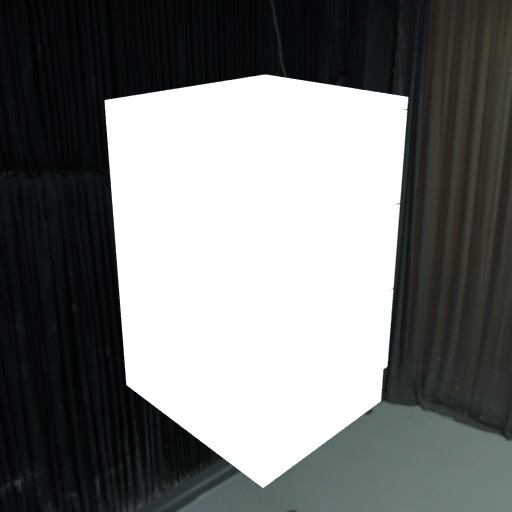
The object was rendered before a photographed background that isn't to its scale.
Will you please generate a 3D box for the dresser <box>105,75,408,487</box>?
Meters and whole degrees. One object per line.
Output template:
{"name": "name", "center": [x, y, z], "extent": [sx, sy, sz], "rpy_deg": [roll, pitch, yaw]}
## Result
{"name": "dresser", "center": [0.000, 0.000, 0.836], "extent": [0.360, 0.560, 0.400], "rpy_deg": [-13, 19, -43]}
